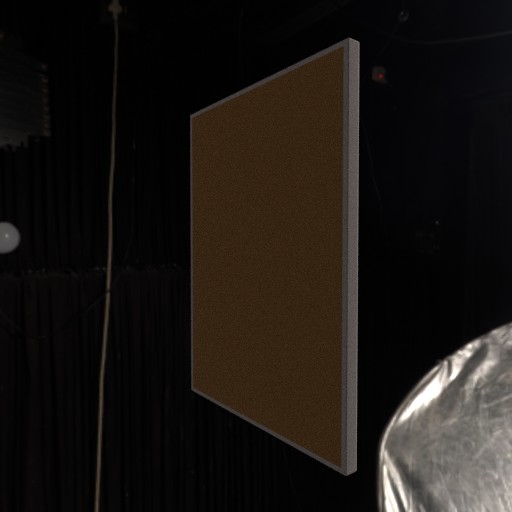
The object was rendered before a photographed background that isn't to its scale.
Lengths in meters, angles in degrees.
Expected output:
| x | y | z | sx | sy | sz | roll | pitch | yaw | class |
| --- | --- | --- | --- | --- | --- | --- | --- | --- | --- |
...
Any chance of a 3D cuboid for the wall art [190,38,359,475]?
| x | y | z | sx | sy | sz | roll | pitch | yaw | class |
| --- | --- | --- | --- | --- | --- | --- | --- | --- | --- |
| 0.000 | 0.000 | 1.613 | 0.046 | 1.221 | 0.914 | -1 | 2 | -36 | wall art |
